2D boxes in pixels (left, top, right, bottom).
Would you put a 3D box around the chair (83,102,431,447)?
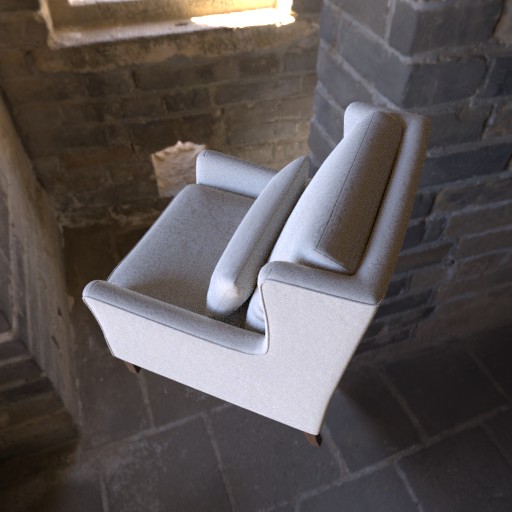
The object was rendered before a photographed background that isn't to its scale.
[{"bbox_3d":[0.000,0.000,1.824,1.040,1.056,0.982,17,49,15],"label":"chair"}]
